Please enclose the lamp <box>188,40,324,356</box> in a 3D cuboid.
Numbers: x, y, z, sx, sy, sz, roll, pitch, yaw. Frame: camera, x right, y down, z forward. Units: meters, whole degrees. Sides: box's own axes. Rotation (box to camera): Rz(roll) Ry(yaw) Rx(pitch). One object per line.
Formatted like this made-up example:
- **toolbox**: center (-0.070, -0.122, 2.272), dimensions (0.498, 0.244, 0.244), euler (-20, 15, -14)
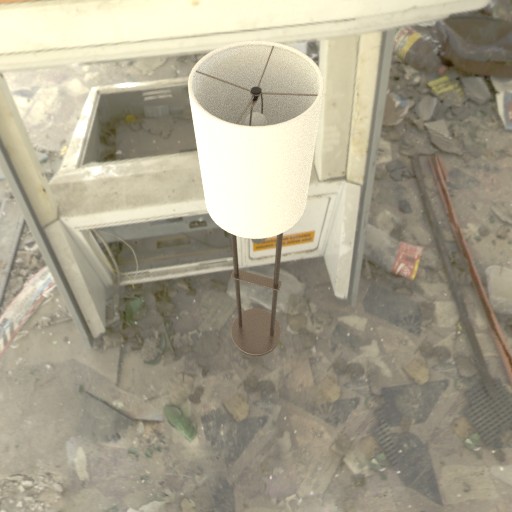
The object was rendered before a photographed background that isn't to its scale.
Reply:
- **lamp**: center (0.000, 0.000, 1.634), dimensions (0.306, 1.500, 0.305), euler (15, 59, 9)
